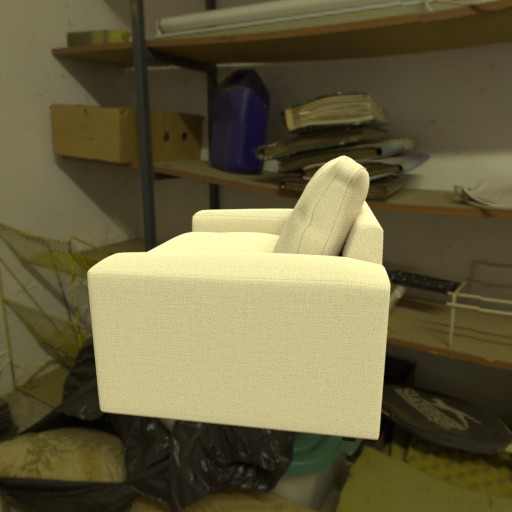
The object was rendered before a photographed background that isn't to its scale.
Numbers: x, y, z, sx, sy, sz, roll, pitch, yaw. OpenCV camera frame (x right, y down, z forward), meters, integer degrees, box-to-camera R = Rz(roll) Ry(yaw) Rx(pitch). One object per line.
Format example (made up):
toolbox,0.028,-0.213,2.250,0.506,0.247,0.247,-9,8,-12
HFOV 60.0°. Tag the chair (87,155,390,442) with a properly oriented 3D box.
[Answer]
chair,0.000,0.000,2.079,1.039,0.915,1.398,2,14,9
